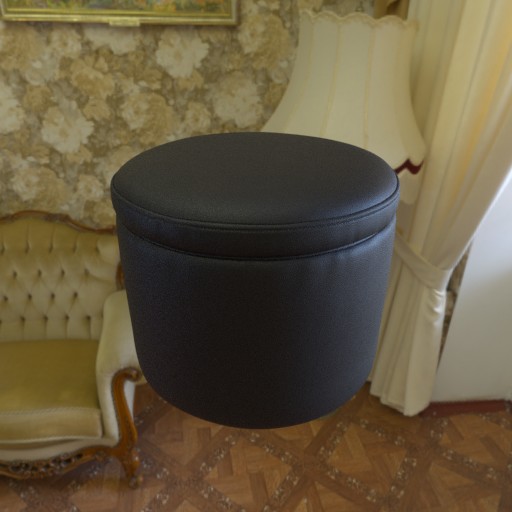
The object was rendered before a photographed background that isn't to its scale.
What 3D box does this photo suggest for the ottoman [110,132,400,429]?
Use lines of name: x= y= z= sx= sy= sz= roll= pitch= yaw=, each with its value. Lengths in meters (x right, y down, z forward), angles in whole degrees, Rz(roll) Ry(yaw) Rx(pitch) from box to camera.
ottoman: x=0.000 y=0.000 z=0.866 sx=0.501 sy=0.409 sz=0.501 roll=0 pitch=27 yaw=0
